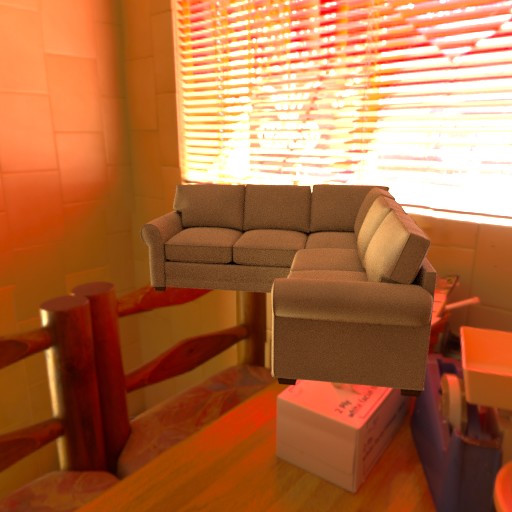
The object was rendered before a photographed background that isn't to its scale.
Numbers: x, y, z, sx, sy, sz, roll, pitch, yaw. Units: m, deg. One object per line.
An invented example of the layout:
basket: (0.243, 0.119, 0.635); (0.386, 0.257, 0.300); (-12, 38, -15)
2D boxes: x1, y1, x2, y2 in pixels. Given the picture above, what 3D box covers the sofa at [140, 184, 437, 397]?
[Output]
sofa: (0.000, 0.000, 3.888); (2.487, 1.053, 2.562); (3, 15, 10)
